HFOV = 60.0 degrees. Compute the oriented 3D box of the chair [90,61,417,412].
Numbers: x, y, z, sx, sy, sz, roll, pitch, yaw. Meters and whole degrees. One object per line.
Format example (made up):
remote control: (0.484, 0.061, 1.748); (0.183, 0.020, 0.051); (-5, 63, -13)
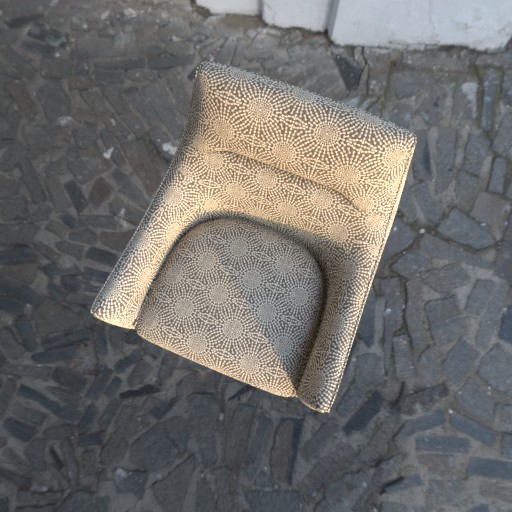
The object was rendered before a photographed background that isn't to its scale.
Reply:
chair: (0.000, 0.000, 1.488); (0.762, 0.838, 0.787); (21, 76, 6)
